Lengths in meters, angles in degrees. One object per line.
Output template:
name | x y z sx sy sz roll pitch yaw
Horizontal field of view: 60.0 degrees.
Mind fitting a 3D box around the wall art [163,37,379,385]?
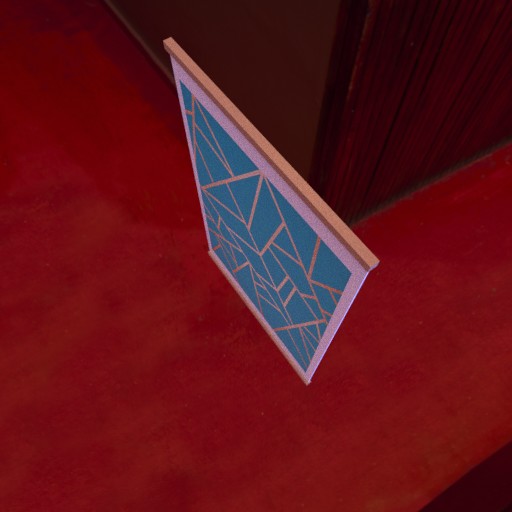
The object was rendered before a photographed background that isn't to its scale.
wall art | 0.000 0.000 1.930 0.030 1.519 0.990 -32 68 -15
